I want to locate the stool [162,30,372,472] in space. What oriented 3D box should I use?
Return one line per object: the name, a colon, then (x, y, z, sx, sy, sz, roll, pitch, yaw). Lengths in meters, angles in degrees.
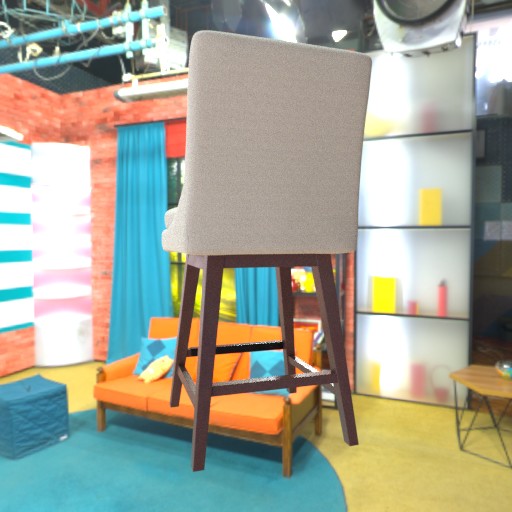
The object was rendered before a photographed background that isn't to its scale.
stool: (0.000, 0.000, 1.264, 0.483, 0.991, 0.559, -1, 3, -18)
